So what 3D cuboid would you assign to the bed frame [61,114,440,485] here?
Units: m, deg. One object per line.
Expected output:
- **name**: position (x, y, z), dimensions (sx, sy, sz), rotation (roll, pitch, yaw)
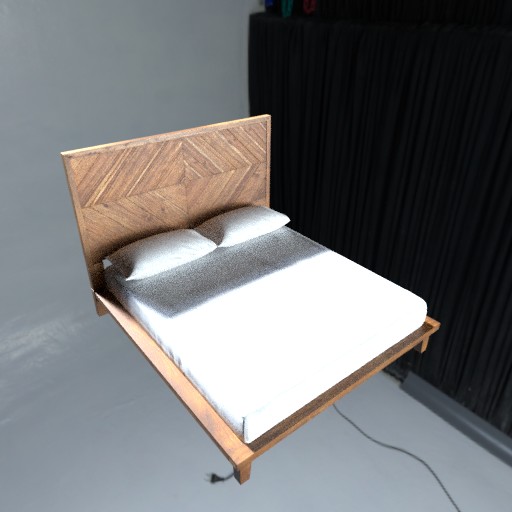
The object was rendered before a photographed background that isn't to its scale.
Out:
- **bed frame**: position (0.000, 0.000, 3.554), dimensions (2.038, 1.537, 2.235), rotation (-22, 37, -32)
